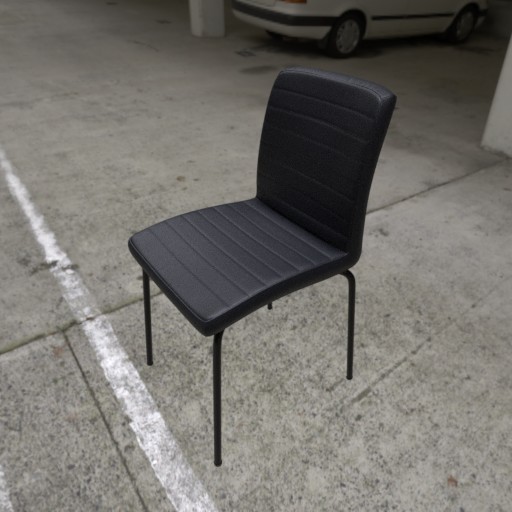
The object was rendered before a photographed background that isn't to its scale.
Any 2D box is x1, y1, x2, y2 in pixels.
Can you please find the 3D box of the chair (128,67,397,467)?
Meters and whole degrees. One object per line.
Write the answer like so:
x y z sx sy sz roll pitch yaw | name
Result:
0.000 0.000 1.207 0.572 0.872 0.450 -21 39 -29 | chair
